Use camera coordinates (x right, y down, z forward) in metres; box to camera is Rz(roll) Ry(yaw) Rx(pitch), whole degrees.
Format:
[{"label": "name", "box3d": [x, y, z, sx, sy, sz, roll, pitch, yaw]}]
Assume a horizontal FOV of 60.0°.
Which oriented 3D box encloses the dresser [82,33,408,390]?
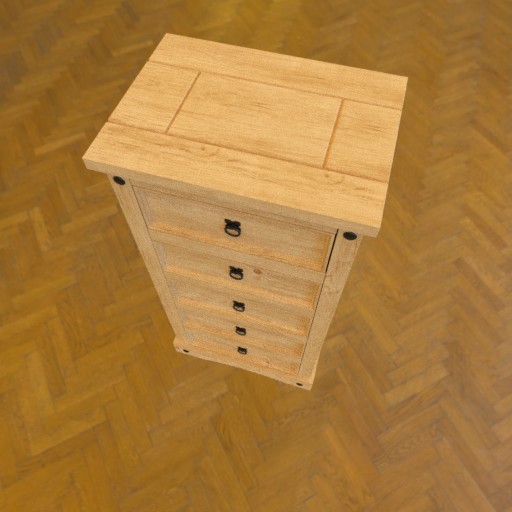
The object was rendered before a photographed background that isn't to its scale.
[{"label": "dresser", "box3d": [0.000, 0.000, 1.292, 0.531, 1.041, 0.390, 14, 60, 8]}]
